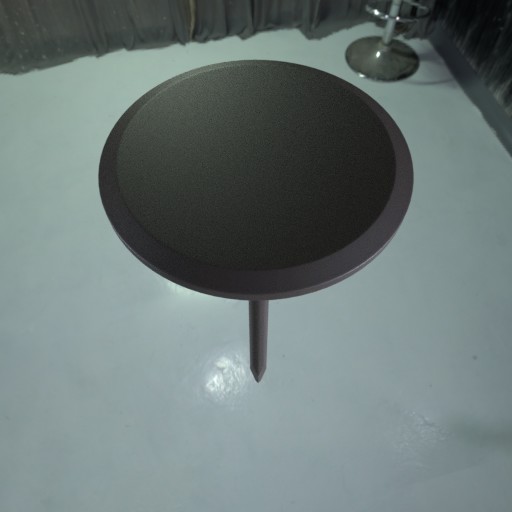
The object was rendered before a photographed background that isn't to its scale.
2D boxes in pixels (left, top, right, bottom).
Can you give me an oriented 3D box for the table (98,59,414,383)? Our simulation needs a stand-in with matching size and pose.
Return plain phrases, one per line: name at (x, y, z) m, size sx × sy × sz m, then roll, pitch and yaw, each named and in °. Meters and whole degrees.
table at (0.000, 0.000, 0.893) m, size 0.457 × 0.585 × 0.457 m, roll 0°, pitch 58°, yaw 0°
